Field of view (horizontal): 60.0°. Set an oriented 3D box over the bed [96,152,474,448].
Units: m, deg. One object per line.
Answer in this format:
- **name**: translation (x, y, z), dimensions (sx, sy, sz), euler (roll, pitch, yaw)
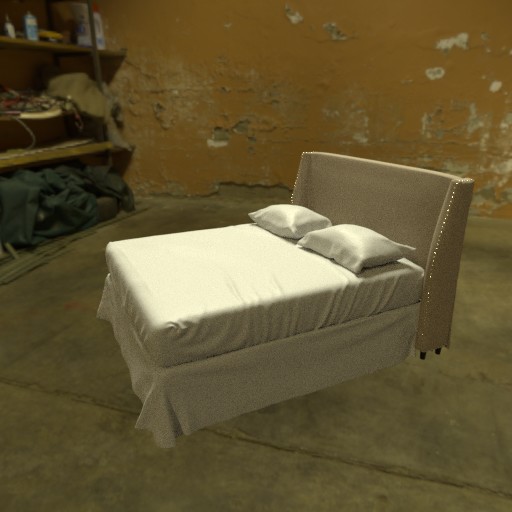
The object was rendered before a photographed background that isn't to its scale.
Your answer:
- **bed**: translation (0.000, 0.000, 3.420), dimensions (2.276, 1.332, 1.925), euler (-9, 21, -25)
